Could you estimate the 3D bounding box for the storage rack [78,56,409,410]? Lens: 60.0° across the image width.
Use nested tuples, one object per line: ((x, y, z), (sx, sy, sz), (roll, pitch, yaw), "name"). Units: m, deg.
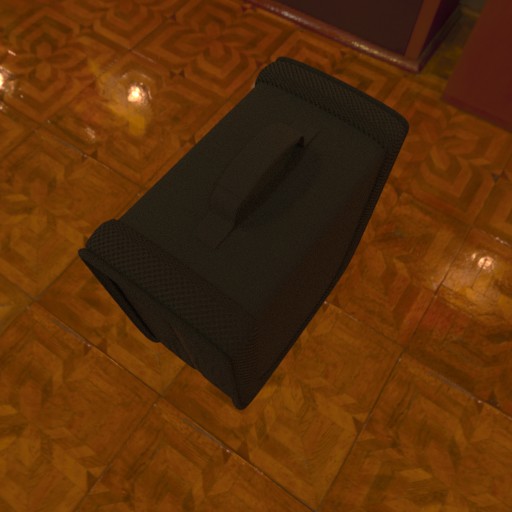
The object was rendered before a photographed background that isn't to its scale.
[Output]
((0.000, 0.000, 0.540), (0.168, 0.387, 0.297), (34, 68, 15), "storage rack")
